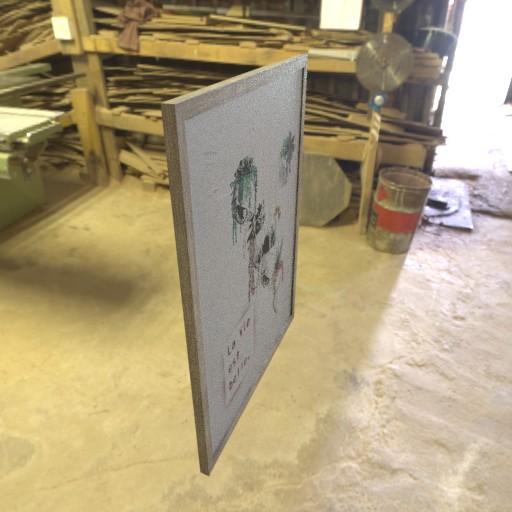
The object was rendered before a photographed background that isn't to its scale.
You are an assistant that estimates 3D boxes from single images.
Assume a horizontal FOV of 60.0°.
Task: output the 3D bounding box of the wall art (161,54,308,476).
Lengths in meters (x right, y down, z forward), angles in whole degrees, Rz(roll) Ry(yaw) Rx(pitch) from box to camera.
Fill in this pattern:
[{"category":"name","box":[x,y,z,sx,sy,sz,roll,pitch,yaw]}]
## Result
[{"category":"wall art","box":[0.000,0.000,1.317,0.035,1.022,0.781,12,32,19]}]
